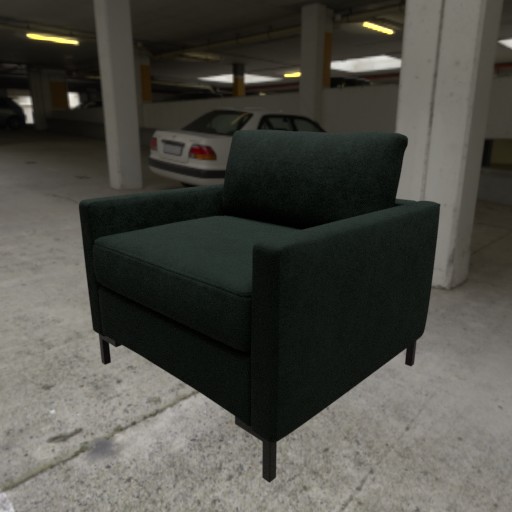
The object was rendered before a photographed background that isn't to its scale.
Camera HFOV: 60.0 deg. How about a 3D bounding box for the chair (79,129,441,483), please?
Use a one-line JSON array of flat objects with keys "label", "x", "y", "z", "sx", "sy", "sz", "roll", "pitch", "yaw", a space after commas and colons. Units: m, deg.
[{"label": "chair", "x": 0.000, "y": 0.000, "z": 1.571, "sx": 0.963, "sy": 0.861, "sz": 0.866, "roll": 15, "pitch": 22, "yaw": 42}]
